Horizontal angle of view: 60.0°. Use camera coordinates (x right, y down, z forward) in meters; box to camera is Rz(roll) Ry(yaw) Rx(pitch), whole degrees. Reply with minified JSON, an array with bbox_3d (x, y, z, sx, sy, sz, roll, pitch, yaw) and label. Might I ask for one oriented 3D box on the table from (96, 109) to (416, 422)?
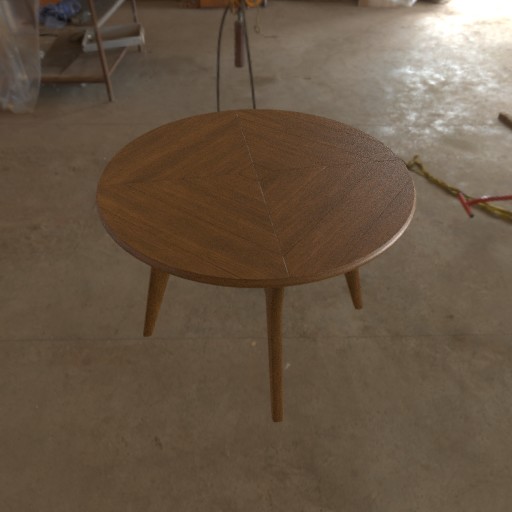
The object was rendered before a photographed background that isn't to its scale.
[{"bbox_3d":[0.000,0.000,1.751,1.055,0.757,1.055,0,41,0],"label":"table"}]
